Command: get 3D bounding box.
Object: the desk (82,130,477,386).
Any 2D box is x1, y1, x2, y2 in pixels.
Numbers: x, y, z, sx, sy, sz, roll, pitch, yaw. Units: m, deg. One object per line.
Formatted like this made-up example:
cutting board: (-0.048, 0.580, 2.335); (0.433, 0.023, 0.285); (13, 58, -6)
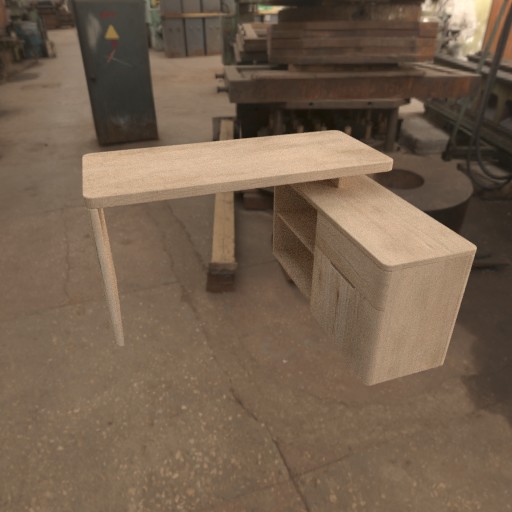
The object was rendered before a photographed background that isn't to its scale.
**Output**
desk: (0.000, 0.000, 2.081); (1.400, 0.770, 1.175); (-10, 32, -16)
